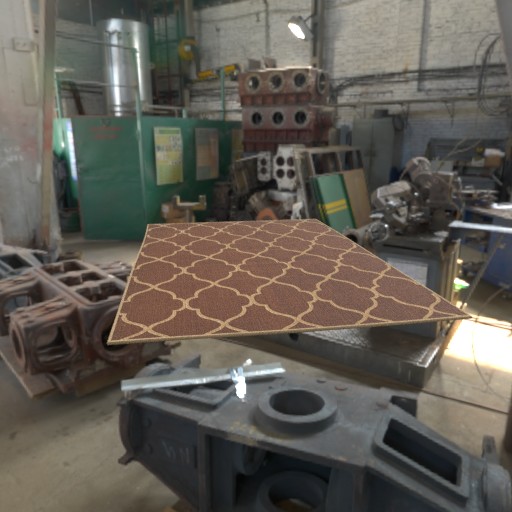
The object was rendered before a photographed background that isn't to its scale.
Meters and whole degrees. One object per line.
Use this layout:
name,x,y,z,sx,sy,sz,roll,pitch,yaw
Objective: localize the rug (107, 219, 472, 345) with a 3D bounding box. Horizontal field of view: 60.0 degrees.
rug,0.000,0.000,2.867,1.526,0.014,2.290,-3,16,-9
